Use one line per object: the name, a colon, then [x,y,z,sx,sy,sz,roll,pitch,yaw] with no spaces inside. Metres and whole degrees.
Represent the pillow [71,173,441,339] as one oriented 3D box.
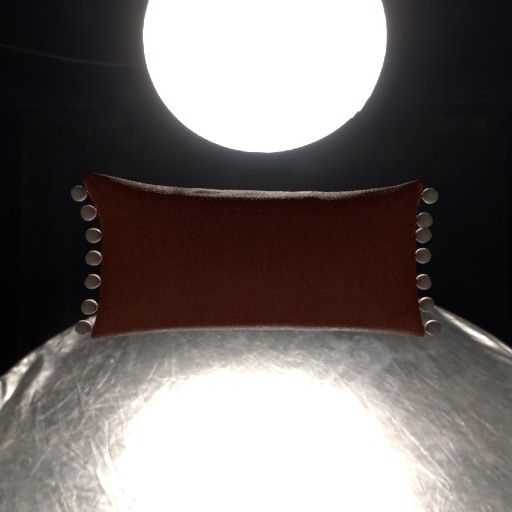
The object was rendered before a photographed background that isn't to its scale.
pillow: [0.000,0.000,0.864,0.709,0.322,0.201,0,0,0]
